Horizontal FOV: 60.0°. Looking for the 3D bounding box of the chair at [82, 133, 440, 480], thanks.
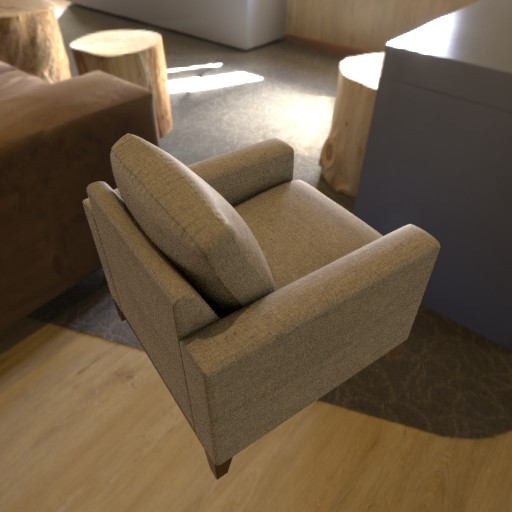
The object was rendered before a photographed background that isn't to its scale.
[{"bbox_3d":[0.000,0.000,1.848,1.038,1.010,1.024,-25,47,-25],"label":"chair"}]
